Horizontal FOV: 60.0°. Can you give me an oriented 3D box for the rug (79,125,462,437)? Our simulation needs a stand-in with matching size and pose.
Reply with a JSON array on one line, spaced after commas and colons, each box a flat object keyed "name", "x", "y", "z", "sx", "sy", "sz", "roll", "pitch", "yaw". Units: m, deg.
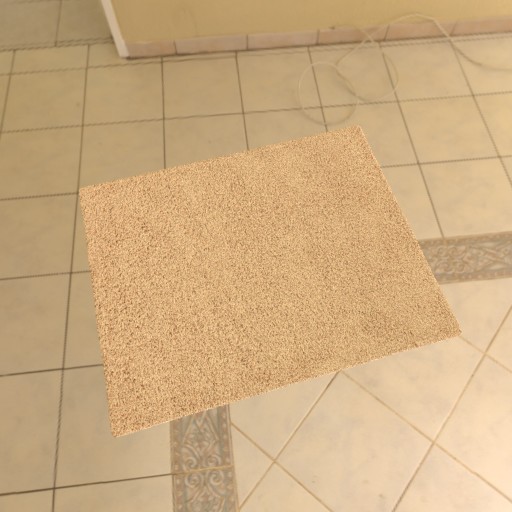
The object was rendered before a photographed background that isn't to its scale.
[{"name": "rug", "x": 0.000, "y": 0.000, "z": 4.171, "sx": 3.047, "sy": 0.029, "sz": 2.438, "roll": -14, "pitch": 65, "yaw": -7}]
